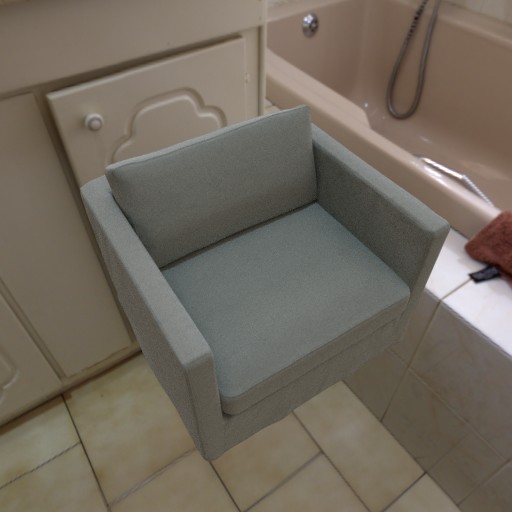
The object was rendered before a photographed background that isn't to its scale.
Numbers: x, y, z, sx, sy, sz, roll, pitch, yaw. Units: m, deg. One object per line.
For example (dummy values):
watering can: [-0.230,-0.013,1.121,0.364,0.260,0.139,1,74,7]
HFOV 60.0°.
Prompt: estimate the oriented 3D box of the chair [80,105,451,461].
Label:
chair: [0.000,0.000,1.790,1.057,0.863,0.949,-25,52,-22]
